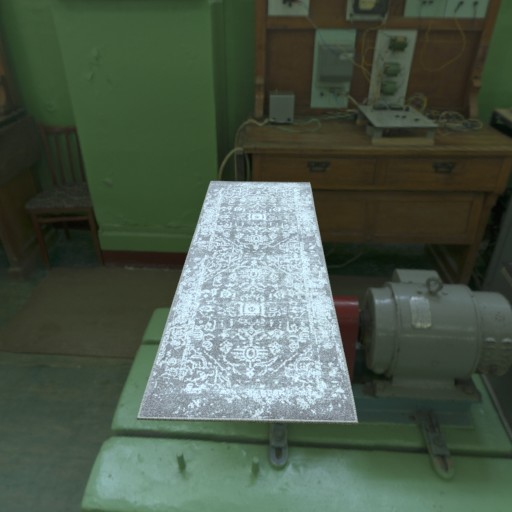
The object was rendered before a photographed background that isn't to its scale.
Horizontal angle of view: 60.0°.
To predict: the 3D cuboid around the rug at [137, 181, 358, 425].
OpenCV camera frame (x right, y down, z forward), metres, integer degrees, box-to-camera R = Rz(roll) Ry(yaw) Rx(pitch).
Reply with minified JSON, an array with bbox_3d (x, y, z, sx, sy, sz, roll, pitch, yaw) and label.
[{"bbox_3d":[0.000,0.000,2.738,0.855,0.017,2.452,1,31,1],"label":"rug"}]
